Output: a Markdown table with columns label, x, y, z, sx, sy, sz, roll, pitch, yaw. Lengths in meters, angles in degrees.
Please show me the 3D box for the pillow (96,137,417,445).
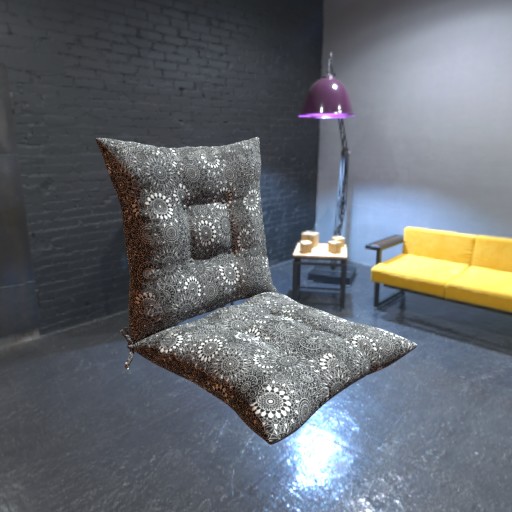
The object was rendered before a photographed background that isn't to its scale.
| label | x | y | z | sx | sy | sz | roll | pitch | yaw |
| --- | --- | --- | --- | --- | --- | --- | --- | --- | --- |
| pillow | 0.000 | 0.000 | 1.030 | 0.541 | 0.536 | 0.585 | -14 | 20 | -43 |
